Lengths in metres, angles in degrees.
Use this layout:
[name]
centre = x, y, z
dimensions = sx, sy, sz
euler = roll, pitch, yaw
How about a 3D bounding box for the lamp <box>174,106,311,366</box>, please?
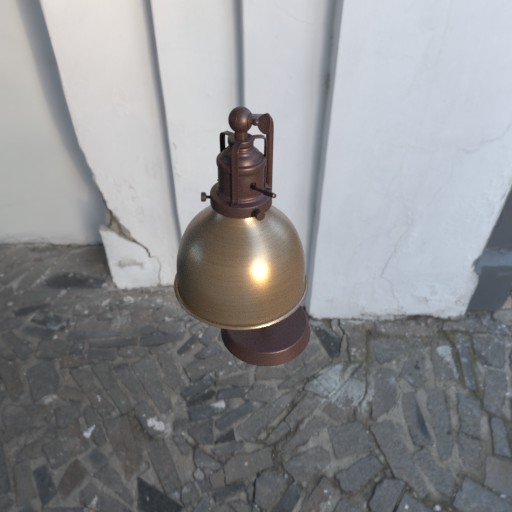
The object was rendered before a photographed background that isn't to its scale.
[lamp]
centre = 0.000, 0.000, 0.618
dimensions = 0.175, 0.469, 0.298
euler = 13, 43, 14
